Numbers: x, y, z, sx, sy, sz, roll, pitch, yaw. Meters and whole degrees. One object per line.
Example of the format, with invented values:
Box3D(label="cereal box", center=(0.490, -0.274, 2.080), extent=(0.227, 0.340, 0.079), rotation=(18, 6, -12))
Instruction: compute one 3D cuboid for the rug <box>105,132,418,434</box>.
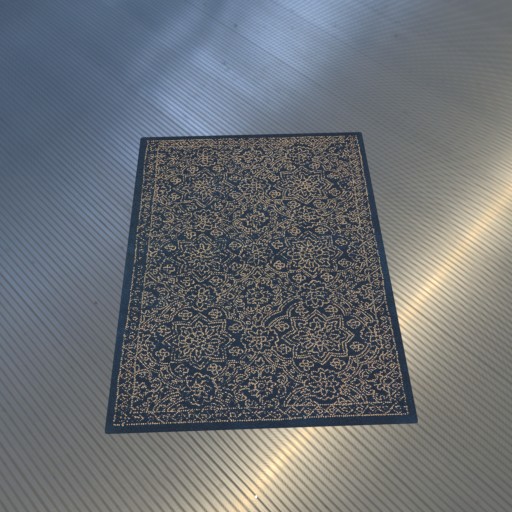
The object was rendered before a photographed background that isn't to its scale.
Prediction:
Box3D(label="rug", center=(0.000, 0.000, 4.162), extent=(2.438, 0.010, 3.048), rotation=(-2, 62, -1))
